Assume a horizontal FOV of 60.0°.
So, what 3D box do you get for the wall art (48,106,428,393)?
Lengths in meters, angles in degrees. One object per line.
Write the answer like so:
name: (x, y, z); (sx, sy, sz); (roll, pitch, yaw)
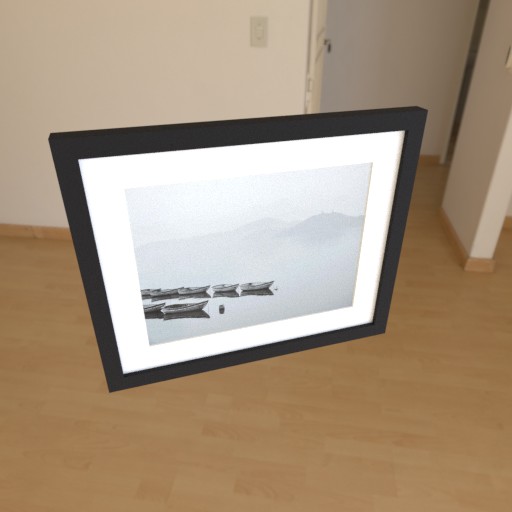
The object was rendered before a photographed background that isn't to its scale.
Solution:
wall art: (0.000, 0.000, 0.754); (0.554, 0.454, 0.030); (-9, 32, -14)
